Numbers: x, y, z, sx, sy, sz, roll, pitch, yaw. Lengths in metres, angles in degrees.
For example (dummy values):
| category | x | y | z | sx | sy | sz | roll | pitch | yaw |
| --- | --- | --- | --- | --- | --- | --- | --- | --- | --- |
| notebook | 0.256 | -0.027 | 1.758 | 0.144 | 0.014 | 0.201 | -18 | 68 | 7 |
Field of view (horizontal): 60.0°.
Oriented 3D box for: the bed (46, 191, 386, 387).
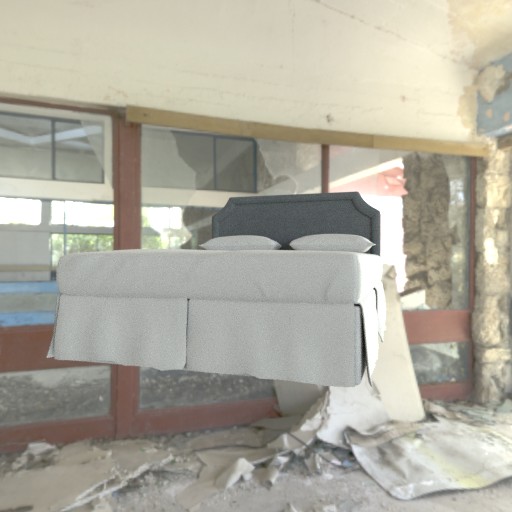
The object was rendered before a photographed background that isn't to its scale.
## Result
| category | x | y | z | sx | sy | sz | roll | pitch | yaw |
| --- | --- | --- | --- | --- | --- | --- | --- | --- | --- |
| bed | 0.000 | 0.000 | 3.574 | 1.977 | 1.306 | 2.464 | 0 | 0 | 18 |
